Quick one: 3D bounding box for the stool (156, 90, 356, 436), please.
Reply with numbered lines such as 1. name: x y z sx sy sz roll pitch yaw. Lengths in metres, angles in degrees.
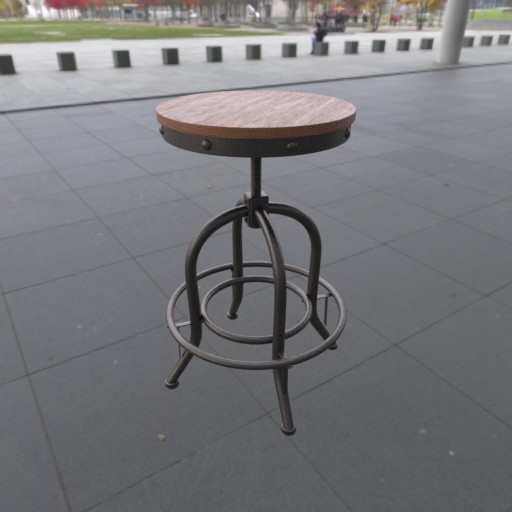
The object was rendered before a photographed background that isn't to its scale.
1. stool: 0.000 0.000 0.932 0.439 0.609 0.439 -9 30 -16
